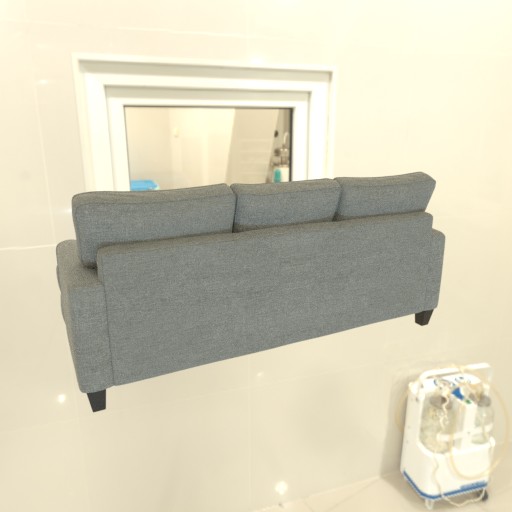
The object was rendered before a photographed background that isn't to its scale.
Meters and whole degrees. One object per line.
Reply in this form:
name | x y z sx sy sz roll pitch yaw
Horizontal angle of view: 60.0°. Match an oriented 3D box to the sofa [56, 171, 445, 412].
sofa | 0.000 0.000 2.644 2.158 0.965 0.951 -8 18 -26
